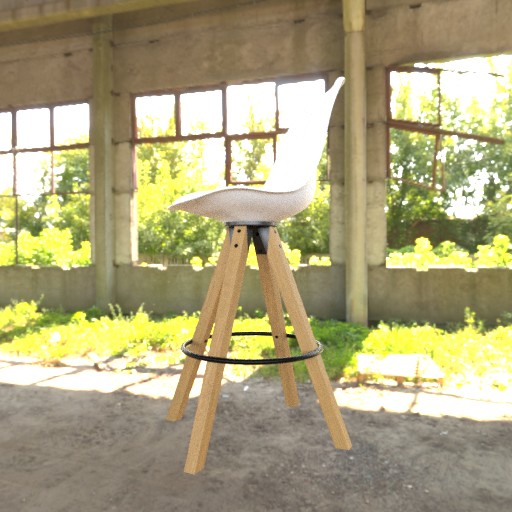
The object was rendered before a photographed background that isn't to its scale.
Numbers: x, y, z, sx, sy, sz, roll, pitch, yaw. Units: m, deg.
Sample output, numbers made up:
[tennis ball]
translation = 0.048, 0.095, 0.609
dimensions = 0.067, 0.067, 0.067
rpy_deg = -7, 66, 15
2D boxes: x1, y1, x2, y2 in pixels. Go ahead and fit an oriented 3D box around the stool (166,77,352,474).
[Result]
[stool]
translation = 0.000, 0.000, 1.404
dimensions = 0.549, 1.115, 0.482
rpy_deg = 0, 0, -18
